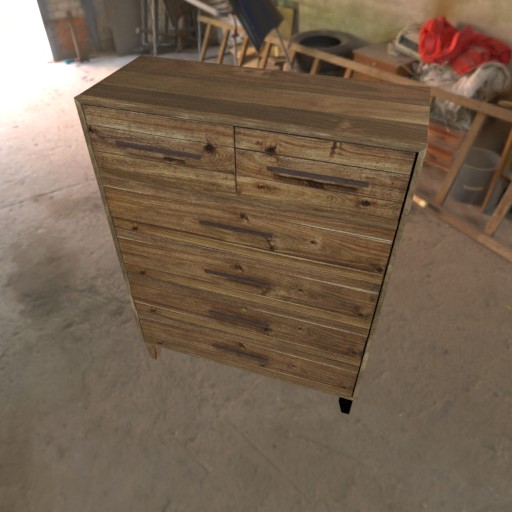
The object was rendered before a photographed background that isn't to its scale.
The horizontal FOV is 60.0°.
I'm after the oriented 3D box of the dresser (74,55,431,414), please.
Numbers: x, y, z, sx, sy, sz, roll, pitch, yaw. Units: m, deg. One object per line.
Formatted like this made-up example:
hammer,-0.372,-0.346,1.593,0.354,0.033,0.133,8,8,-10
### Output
dresser,0.000,0.000,1.875,1.062,1.393,0.442,12,43,13
